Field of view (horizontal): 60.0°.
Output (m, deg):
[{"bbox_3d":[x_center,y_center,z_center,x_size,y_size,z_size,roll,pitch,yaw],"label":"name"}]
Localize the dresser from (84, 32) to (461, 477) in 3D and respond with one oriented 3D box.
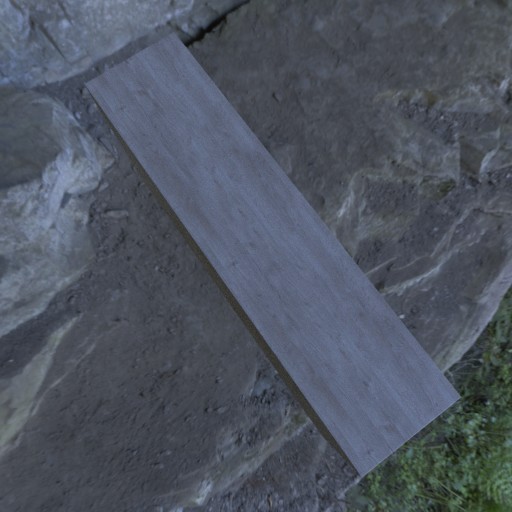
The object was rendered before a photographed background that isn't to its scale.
[{"bbox_3d":[0.000,0.000,1.844,0.390,0.795,1.590,-35,79,-8],"label":"dresser"}]
